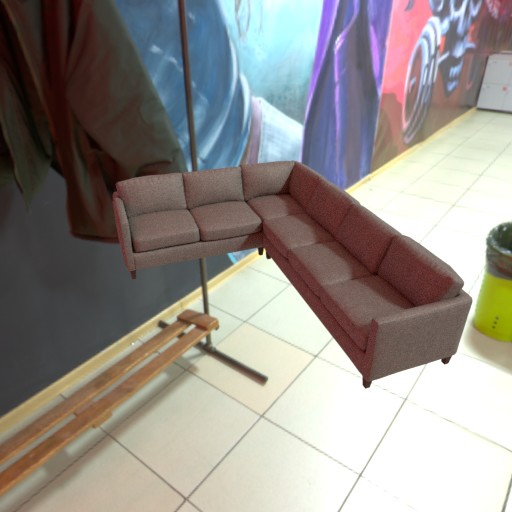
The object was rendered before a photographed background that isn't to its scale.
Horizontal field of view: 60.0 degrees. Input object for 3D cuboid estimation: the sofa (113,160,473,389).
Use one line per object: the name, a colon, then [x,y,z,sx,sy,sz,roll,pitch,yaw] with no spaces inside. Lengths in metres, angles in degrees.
sofa: [0.000,0.000,4.591,2.593,0.947,3.302,-11,32,-17]
